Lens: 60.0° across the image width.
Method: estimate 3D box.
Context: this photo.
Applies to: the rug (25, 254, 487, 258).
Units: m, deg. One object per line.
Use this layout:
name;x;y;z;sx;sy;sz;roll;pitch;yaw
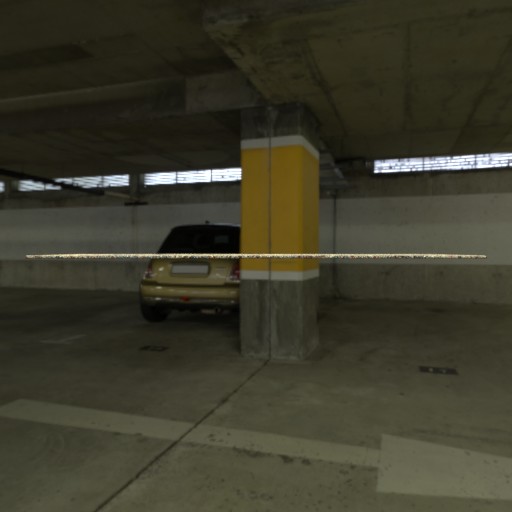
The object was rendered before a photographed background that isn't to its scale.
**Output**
rug;0.000;0.000;2.533;2.292;0.015;0.688;0;1;0
